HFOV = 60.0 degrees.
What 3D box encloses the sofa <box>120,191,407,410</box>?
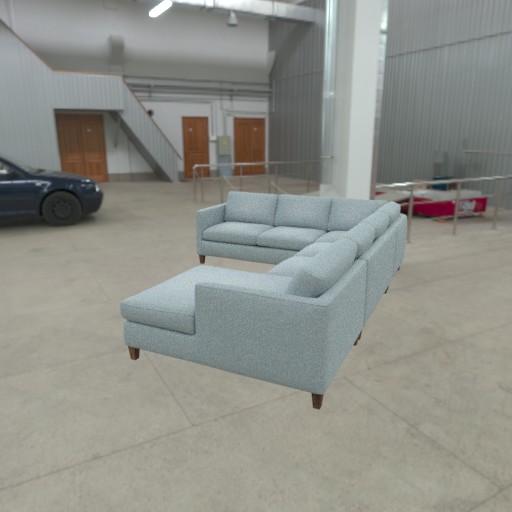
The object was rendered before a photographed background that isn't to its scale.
[{"bbox_3d":[0.000,0.000,4.566,2.551,0.889,3.403,7,17,25],"label":"sofa"}]
